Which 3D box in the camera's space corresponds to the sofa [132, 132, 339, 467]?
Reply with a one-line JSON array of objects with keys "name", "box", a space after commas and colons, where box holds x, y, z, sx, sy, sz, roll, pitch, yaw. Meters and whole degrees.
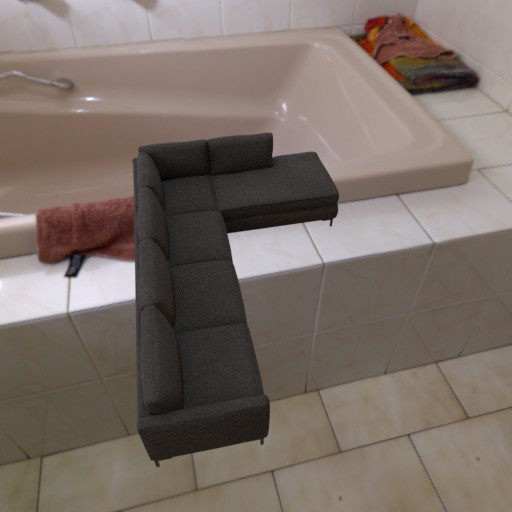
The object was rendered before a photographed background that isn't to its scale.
[{"name": "sofa", "box": [0.000, 0.000, 3.835, 2.007, 0.815, 2.949, -8, 46, -8]}]
